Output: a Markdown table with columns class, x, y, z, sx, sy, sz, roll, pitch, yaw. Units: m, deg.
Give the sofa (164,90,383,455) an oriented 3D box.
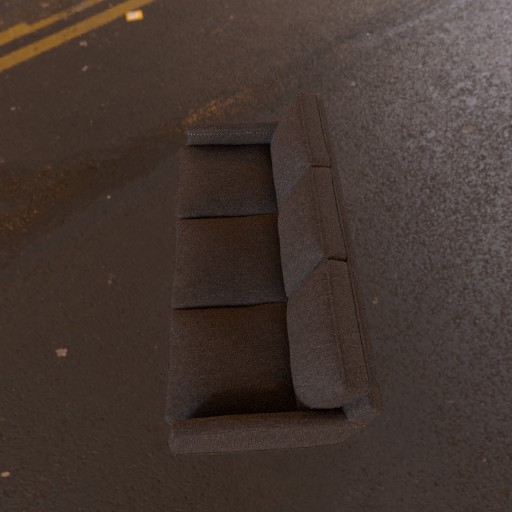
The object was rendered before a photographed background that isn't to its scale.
| class | x | y | z | sx | sy | sz | roll | pitch | yaw |
| --- | --- | --- | --- | --- | --- | --- | --- | --- | --- |
| sofa | 0.000 | 0.000 | 2.870 | 1.084 | 1.003 | 2.246 | -2 | 58 | -2 |
